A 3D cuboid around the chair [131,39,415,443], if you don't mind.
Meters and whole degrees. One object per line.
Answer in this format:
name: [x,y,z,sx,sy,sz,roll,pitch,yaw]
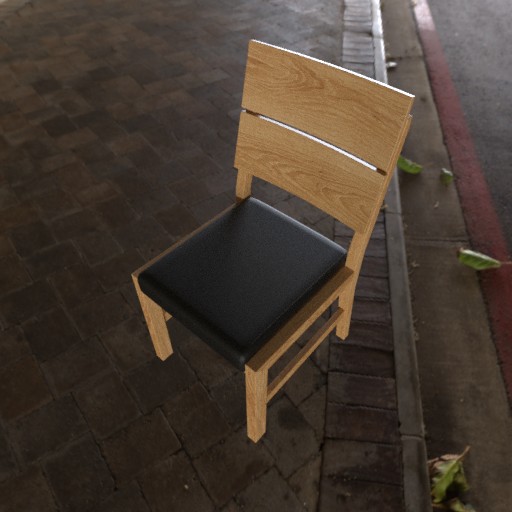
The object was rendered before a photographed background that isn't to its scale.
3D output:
chair: [0.000,0.000,1.293,0.475,0.950,0.569,33,55,27]
